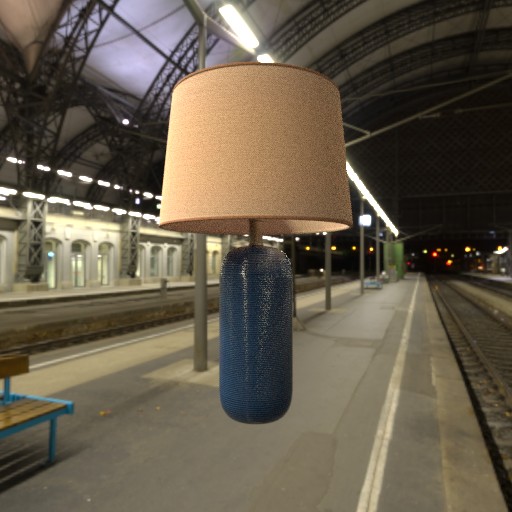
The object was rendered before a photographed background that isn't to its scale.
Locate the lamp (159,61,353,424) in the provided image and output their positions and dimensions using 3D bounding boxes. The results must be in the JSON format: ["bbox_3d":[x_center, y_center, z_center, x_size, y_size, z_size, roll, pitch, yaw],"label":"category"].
[{"bbox_3d":[0.000,0.000,0.855,0.367,0.609,0.367,0,-1,0],"label":"lamp"}]
